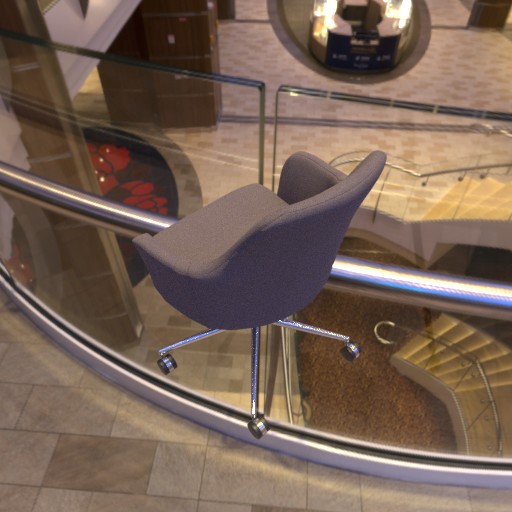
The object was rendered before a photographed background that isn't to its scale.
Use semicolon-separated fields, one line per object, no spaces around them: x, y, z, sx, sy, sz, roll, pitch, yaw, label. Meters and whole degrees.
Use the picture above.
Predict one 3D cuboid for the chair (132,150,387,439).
0.000;0.000;1.266;0.655;0.820;0.600;-33;55;-27;chair
